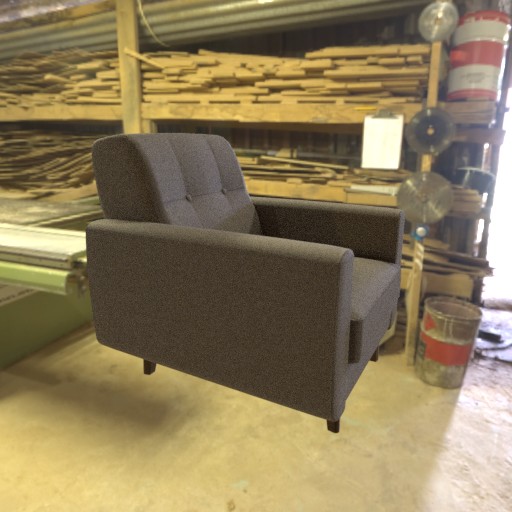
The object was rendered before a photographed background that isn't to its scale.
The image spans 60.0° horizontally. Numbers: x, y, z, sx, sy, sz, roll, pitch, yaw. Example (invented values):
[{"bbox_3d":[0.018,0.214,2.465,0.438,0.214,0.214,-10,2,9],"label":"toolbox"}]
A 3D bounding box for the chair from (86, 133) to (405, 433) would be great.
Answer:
[{"bbox_3d":[0.000,0.000,1.562,0.907,0.839,0.831,8,17,27],"label":"chair"}]
